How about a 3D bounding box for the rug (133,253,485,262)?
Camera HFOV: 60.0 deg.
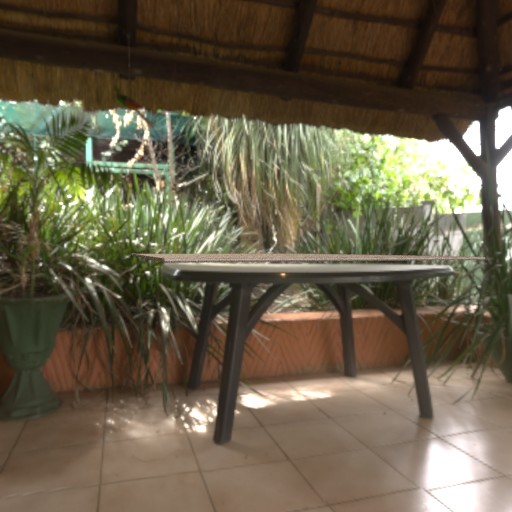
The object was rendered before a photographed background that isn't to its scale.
[{"bbox_3d":[0.000,0.000,3.047,1.524,0.015,2.438,0,1,-18],"label":"rug"}]
